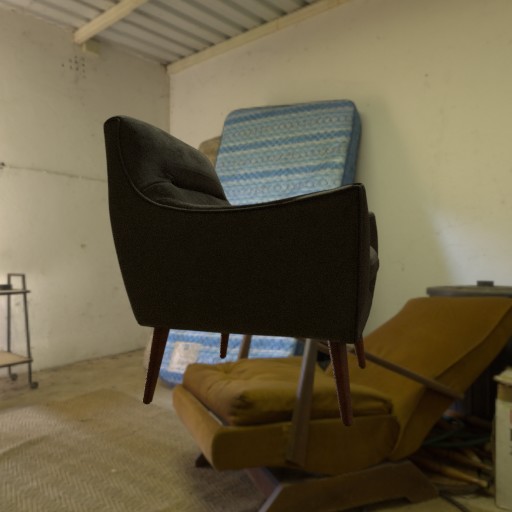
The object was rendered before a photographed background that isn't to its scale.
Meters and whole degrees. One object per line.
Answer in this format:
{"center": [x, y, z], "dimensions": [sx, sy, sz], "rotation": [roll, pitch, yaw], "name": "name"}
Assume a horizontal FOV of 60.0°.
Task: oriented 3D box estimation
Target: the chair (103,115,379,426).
{"center": [0.000, 0.000, 1.474], "dimensions": [0.787, 0.838, 0.762], "rotation": [0, 0, 17], "name": "chair"}
